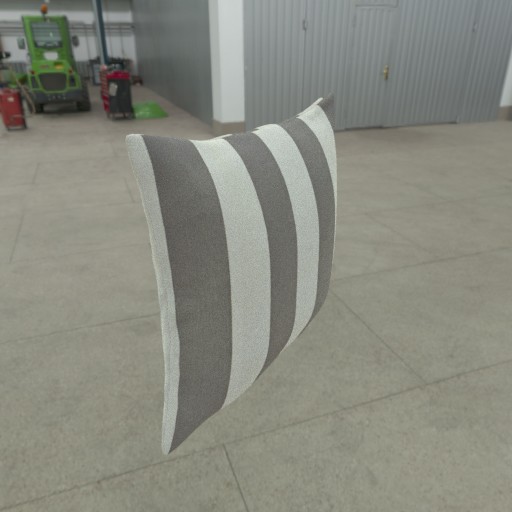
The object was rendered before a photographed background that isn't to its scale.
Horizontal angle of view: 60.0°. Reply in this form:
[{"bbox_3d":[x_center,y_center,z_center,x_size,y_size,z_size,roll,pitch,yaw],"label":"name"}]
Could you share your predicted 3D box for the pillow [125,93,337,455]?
[{"bbox_3d":[0.000,0.000,0.791,0.192,0.507,0.522,17,31,31],"label":"pillow"}]
